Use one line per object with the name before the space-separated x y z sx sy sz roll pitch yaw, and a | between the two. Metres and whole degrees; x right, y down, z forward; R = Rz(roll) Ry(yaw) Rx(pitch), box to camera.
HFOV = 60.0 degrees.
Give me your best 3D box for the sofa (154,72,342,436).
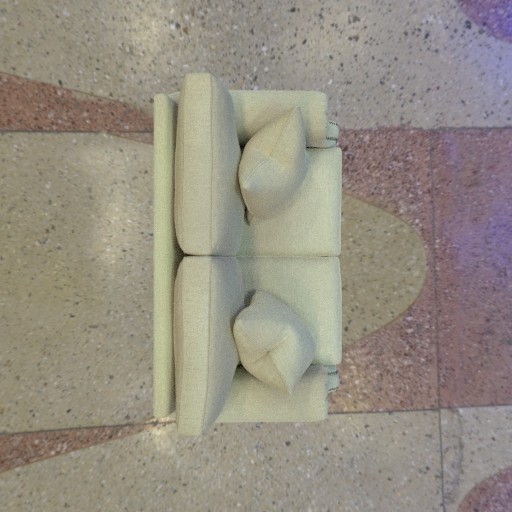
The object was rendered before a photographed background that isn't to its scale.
sofa | 0.000 0.000 2.371 0.966 0.966 1.701 0 90 0
